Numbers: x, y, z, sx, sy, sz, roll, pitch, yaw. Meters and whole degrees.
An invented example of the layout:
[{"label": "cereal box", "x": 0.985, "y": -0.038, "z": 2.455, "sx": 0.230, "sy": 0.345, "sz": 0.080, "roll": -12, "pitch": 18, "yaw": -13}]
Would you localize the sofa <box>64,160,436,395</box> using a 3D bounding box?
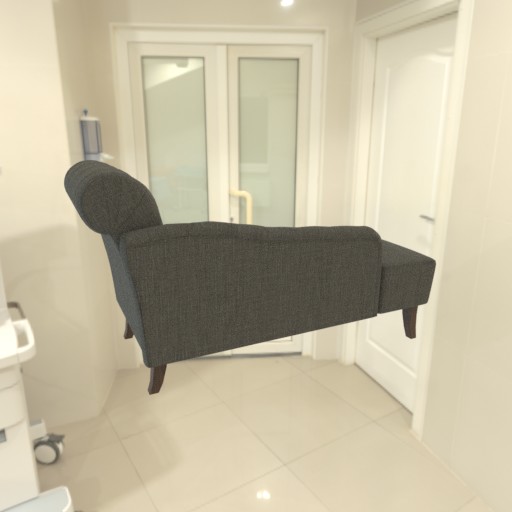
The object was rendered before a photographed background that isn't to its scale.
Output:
[{"label": "sofa", "x": 0.000, "y": 0.000, "z": 1.847, "sx": 1.379, "sy": 0.787, "sz": 0.675, "roll": -8, "pitch": 18, "yaw": -25}]
